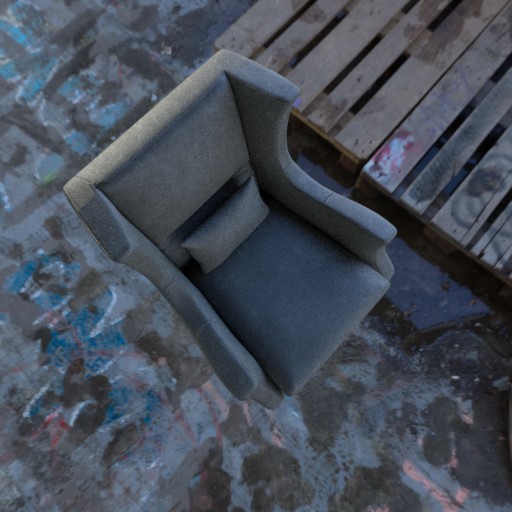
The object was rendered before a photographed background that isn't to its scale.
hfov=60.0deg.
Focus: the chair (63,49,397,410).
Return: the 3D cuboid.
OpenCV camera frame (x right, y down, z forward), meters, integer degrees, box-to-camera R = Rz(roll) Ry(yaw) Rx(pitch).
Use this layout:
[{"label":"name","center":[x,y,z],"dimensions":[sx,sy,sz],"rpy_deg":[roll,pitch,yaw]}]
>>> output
[{"label":"chair","center":[0.000,0.000,1.717],"dimensions":[0.926,1.016,0.853],"rpy_deg":[42,79,10]}]
